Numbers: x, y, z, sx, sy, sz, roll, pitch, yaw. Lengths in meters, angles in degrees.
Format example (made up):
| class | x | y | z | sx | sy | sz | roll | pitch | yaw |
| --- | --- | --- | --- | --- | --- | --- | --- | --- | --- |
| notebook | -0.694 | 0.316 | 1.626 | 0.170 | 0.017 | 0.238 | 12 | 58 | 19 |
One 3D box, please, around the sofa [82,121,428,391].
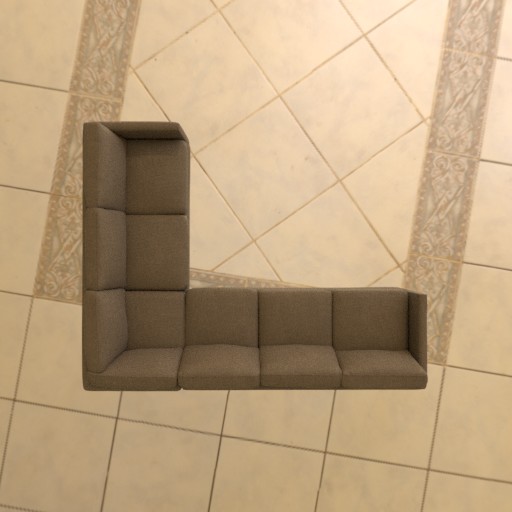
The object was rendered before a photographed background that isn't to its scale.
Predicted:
| class | x | y | z | sx | sy | sz | roll | pitch | yaw |
| --- | --- | --- | --- | --- | --- | --- | --- | --- | --- |
| sofa | 0.000 | 0.000 | 4.435 | 3.302 | 0.947 | 2.593 | 0 | 90 | 0 |
